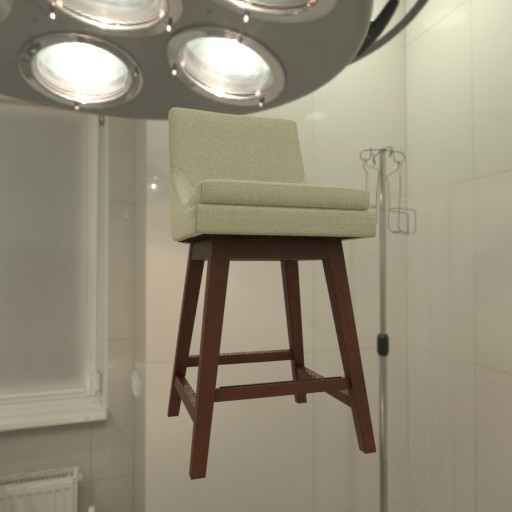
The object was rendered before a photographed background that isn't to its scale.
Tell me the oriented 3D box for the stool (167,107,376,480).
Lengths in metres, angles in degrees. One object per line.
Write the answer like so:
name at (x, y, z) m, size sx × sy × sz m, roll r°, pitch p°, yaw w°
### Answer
stool at (0.000, 0.000, 1.292) m, size 0.469 × 0.991 × 0.559 m, roll 0°, pitch -1°, yaw -18°
